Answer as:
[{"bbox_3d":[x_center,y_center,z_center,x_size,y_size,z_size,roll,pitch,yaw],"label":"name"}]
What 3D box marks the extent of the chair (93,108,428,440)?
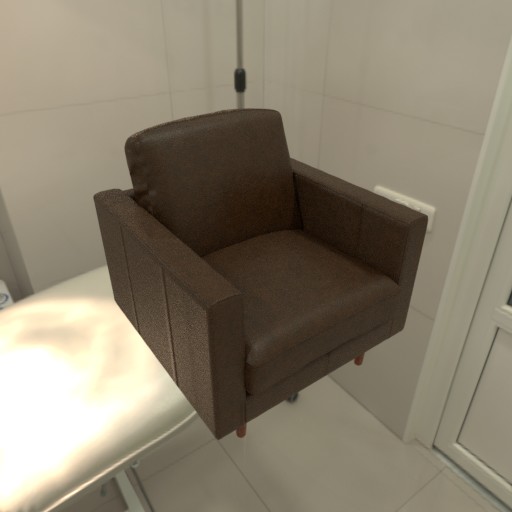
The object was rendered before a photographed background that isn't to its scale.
[{"bbox_3d":[0.000,0.000,1.708,0.890,0.956,0.909,-21,37,-30],"label":"chair"}]
